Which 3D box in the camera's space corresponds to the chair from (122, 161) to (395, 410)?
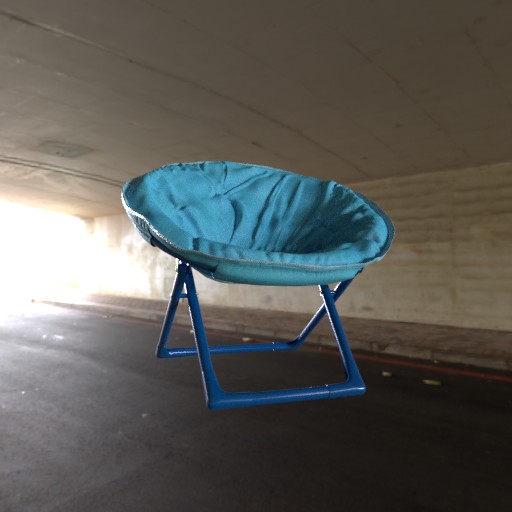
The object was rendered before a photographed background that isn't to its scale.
[{"bbox_3d":[0.000,0.000,0.895,0.520,0.478,0.465,0,-1,-17],"label":"chair"}]
